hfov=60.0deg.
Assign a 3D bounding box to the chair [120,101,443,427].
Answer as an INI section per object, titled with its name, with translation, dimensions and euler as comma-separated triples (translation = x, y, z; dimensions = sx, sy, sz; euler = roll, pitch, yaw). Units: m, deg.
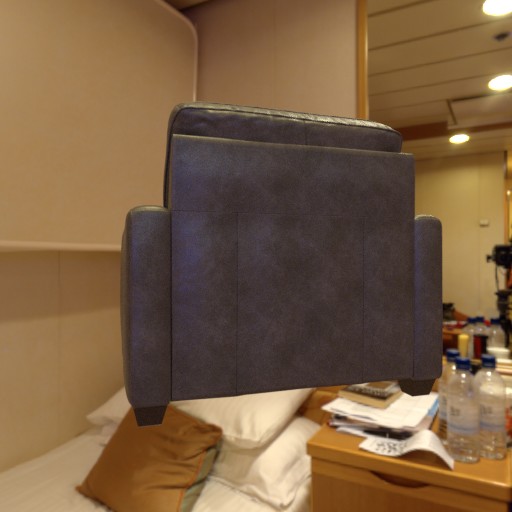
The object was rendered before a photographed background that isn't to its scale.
[chair]
translation = 0.000, 0.000, 1.728
dimensions = 1.006, 0.916, 0.939
euler = 0, 0, -18
